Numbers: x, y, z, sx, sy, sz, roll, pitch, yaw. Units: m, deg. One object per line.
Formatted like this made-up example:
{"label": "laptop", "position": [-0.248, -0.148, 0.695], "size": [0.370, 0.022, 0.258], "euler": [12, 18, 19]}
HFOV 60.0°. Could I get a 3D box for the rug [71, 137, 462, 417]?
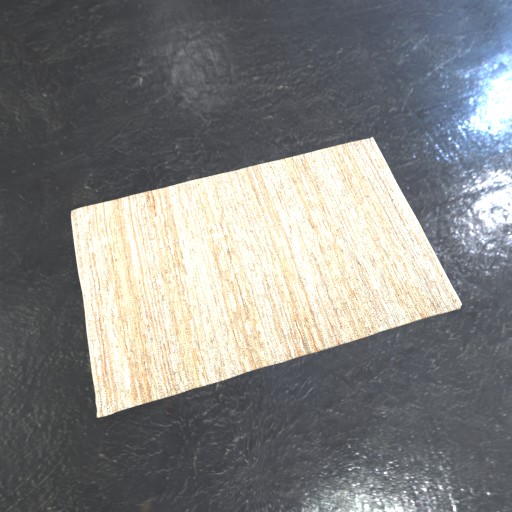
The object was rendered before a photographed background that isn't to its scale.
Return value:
{"label": "rug", "position": [0.000, 0.000, 3.132], "size": [2.446, 0.009, 1.529], "euler": [-15, 65, -7]}
